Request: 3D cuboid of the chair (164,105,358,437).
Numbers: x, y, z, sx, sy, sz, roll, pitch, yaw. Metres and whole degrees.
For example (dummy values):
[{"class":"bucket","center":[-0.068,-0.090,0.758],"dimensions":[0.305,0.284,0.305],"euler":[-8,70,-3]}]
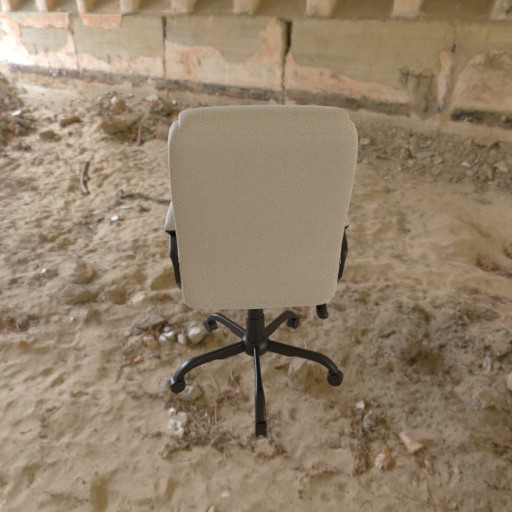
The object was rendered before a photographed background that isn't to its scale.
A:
[{"class":"chair","center":[0.000,0.000,1.481],"dimensions":[0.663,1.065,0.669],"euler":[-2,29,-3]}]
